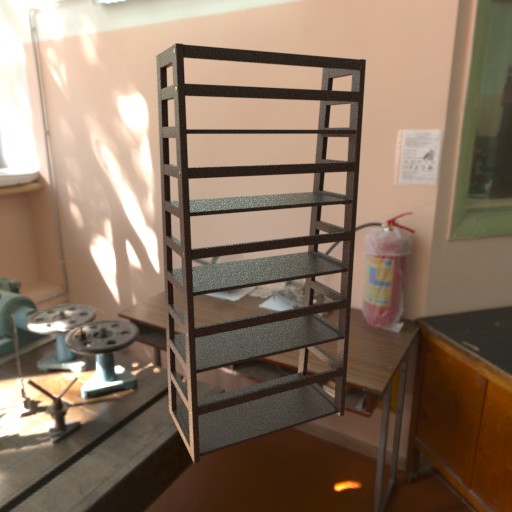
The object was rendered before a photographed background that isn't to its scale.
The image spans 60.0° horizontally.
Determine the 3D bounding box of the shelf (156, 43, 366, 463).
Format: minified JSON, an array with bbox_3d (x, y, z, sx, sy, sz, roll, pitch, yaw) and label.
[{"bbox_3d":[0.000,0.000,1.959,0.763,1.600,0.403,-7,17,-25],"label":"shelf"}]
